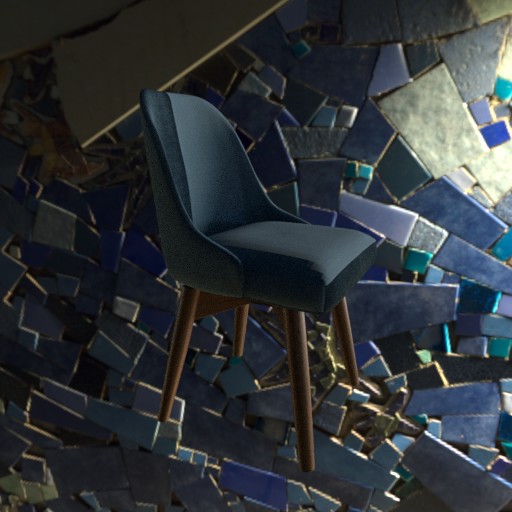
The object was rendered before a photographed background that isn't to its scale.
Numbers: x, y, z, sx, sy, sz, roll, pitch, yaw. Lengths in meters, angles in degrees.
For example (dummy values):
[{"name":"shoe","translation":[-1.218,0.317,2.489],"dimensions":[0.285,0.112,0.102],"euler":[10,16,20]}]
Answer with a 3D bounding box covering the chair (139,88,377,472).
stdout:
[{"name":"chair","translation":[0.000,0.000,1.227],"dimensions":[0.589,0.882,0.503],"euler":[7,16,26]}]
